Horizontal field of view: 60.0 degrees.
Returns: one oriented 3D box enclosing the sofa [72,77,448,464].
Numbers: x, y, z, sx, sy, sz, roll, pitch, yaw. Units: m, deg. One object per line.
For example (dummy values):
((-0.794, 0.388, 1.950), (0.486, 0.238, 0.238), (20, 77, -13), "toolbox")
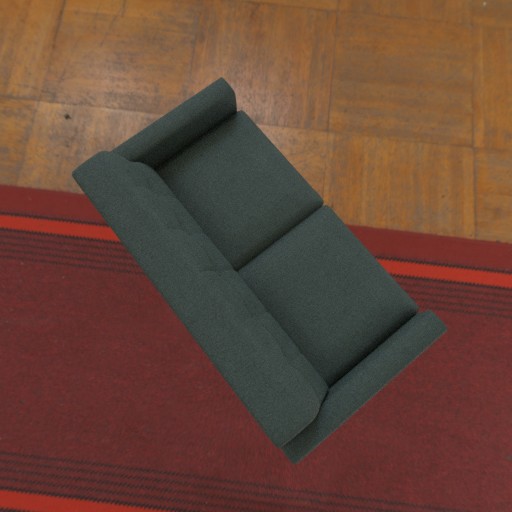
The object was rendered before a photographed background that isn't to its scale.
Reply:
((0.000, 0.000, 2.156), (0.909, 0.841, 1.631), (-38, 79, -9), "sofa")
